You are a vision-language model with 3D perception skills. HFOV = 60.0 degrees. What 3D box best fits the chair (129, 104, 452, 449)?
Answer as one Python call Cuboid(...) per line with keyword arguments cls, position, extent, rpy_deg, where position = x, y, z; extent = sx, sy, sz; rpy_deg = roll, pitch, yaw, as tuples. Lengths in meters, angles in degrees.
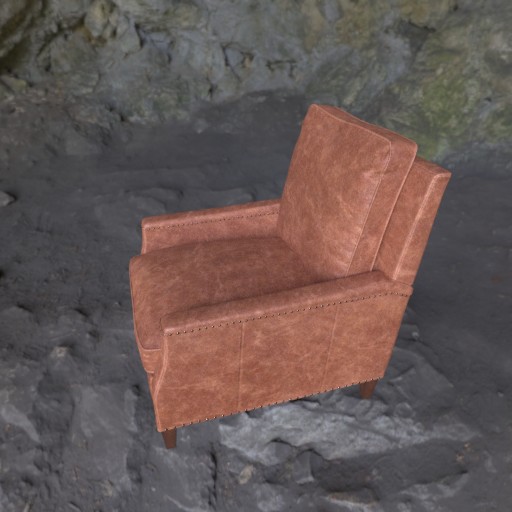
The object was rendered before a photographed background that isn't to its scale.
Cuboid(cls="chair", position=(0.000, 0.000, 1.821), extent=(1.035, 1.054, 0.854), rpy_deg=(-9, 31, -15))
